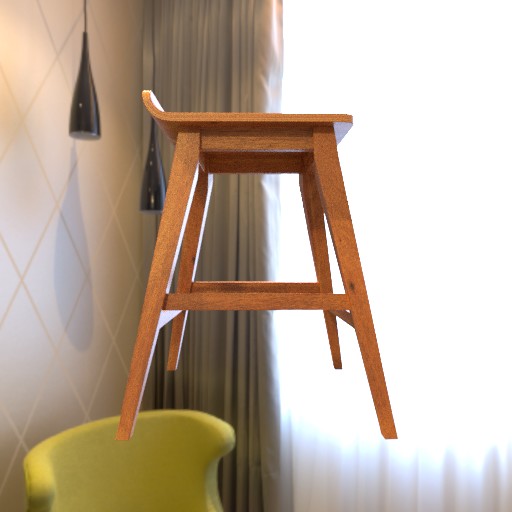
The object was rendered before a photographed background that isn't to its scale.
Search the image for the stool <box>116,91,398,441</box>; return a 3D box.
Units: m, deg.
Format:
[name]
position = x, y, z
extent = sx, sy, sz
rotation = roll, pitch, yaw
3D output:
[stool]
position = 0.000, 0.000, 1.033
extent = 0.500, 0.650, 0.500
rotation = 0, 0, -1
